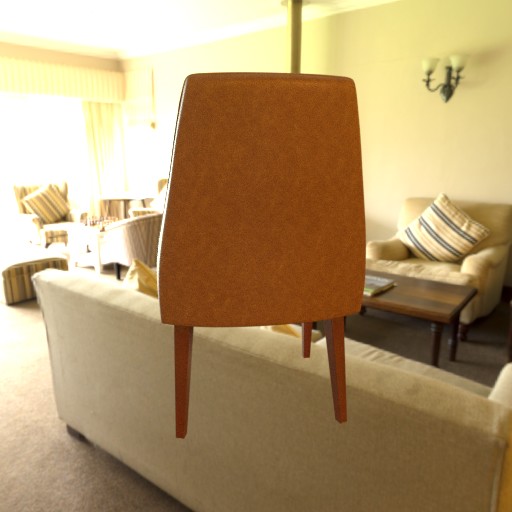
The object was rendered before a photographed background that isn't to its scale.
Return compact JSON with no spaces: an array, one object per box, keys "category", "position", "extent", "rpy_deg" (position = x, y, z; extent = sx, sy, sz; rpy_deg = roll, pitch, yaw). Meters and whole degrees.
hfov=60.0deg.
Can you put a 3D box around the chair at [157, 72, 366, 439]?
[{"category":"chair","position":[0.000,0.000,1.211],"extent":[0.529,0.861,0.544],"rpy_deg":[-2,14,-9]}]
